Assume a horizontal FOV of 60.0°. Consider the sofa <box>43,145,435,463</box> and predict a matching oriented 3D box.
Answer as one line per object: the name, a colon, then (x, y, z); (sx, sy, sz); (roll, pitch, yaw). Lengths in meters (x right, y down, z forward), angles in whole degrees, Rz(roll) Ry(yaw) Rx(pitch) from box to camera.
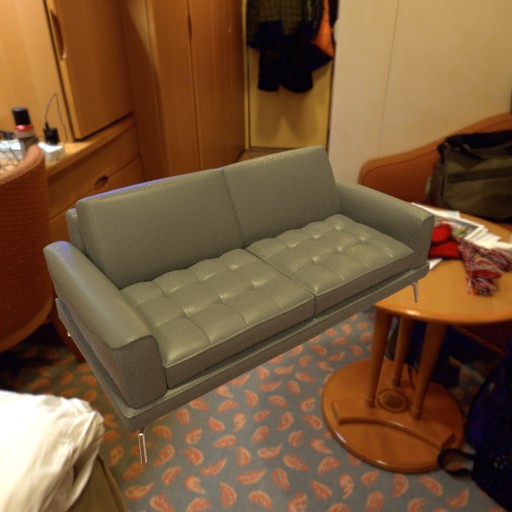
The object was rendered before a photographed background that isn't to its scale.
sofa: (0.000, 0.000, 2.689); (2.177, 0.930, 1.121); (-20, 35, -31)
